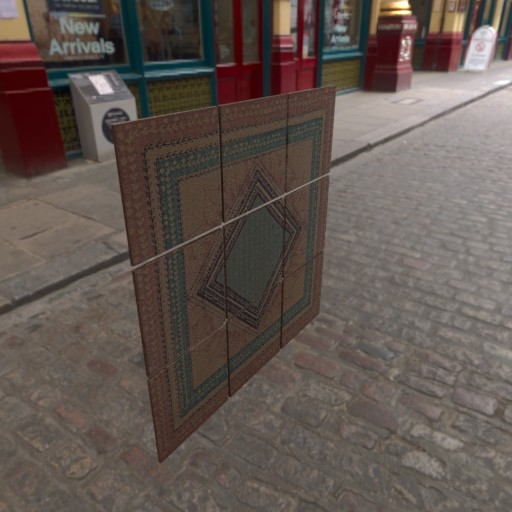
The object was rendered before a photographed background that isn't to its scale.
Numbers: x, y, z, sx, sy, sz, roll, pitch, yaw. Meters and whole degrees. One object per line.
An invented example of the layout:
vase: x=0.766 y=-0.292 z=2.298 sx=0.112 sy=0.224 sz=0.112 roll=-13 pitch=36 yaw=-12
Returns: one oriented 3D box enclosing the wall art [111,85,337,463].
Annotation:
wall art: x=0.000 y=0.000 z=2.270 sx=0.014 sy=1.525 sz=1.527 roll=18 pitch=31 yaw=32
